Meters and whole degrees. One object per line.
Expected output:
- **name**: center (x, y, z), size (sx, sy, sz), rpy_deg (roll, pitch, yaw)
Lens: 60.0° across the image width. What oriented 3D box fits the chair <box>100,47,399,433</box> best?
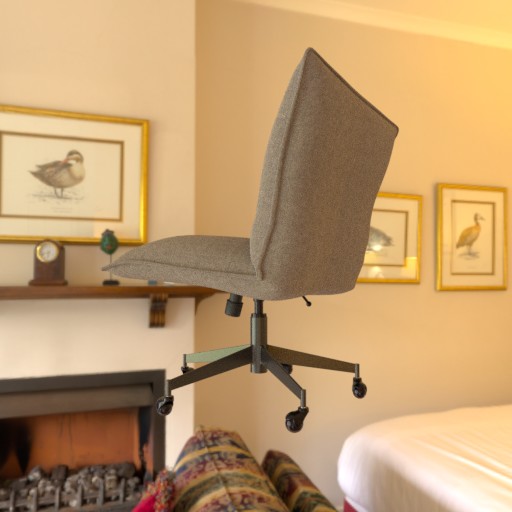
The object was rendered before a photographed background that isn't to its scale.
- **chair**: center (0.000, 0.000, 1.297), size (0.696, 0.811, 0.597), rpy_deg (-1, -2, 35)
